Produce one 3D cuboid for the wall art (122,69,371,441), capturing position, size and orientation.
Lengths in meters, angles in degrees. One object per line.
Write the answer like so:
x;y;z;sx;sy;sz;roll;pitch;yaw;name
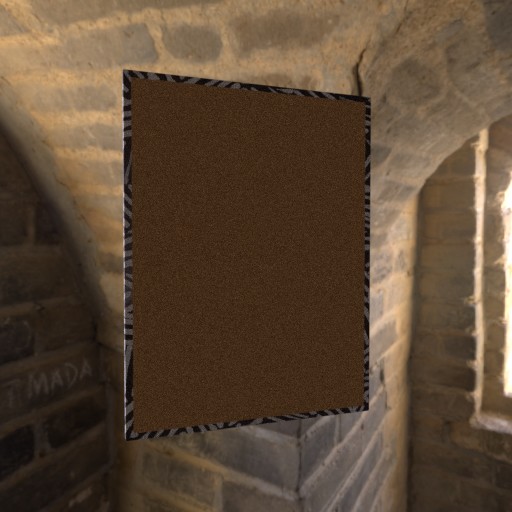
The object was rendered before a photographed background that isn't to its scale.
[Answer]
0.000;0.000;1.339;0.765;1.017;0.038;0;1;-17;wall art
